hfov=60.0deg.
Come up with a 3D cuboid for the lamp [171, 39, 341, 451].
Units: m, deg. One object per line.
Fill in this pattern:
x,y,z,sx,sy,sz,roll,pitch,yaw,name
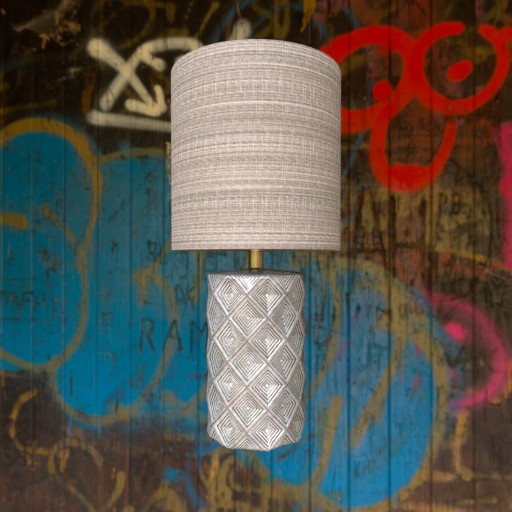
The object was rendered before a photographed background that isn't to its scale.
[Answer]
0.000,0.000,0.712,0.268,0.566,0.269,0,0,-19,lamp
